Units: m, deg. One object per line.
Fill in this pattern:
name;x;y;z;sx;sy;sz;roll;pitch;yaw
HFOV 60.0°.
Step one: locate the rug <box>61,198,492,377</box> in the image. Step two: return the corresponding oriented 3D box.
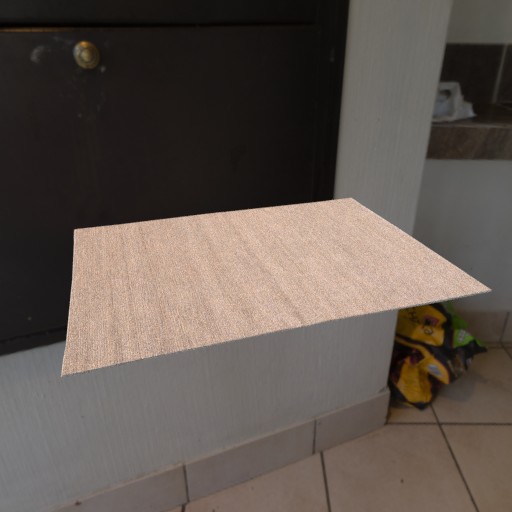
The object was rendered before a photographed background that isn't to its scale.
rug;0.000;0.000;2.852;2.264;0.030;1.624;-8;28;-16
